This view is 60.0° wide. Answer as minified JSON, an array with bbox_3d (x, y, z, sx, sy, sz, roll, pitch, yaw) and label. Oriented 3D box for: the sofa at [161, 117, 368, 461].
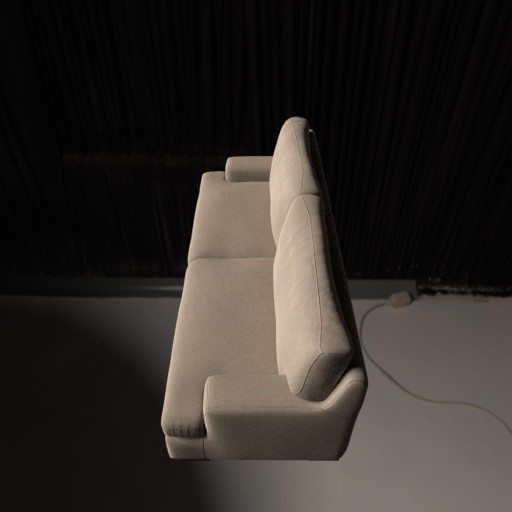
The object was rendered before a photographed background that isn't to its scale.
[{"bbox_3d":[0.000,0.000,2.941,0.962,0.980,2.354,0,42,0],"label":"sofa"}]
